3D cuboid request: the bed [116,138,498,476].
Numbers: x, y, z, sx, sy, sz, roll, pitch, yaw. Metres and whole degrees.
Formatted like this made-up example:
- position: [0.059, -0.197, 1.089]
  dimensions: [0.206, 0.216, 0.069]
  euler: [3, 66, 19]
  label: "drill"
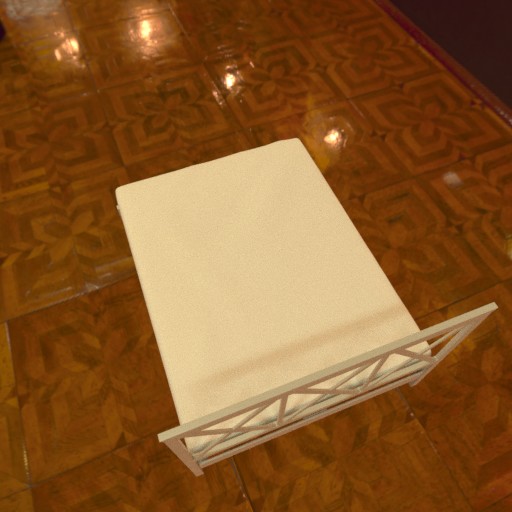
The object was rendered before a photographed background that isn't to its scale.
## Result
- position: [0.000, 0.000, 3.031]
  dimensions: [1.673, 1.253, 2.135]
  euler: [-18, 59, -11]
  label: "bed"
